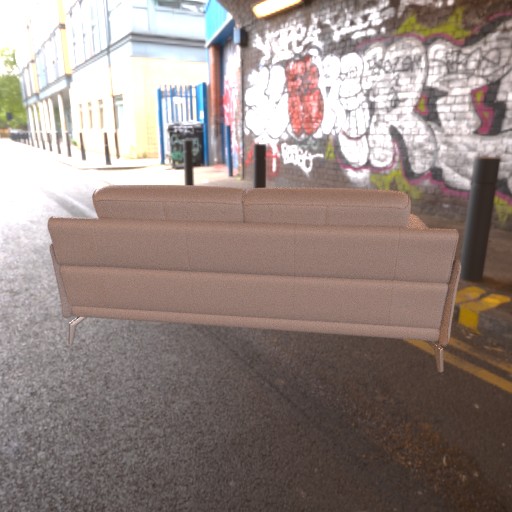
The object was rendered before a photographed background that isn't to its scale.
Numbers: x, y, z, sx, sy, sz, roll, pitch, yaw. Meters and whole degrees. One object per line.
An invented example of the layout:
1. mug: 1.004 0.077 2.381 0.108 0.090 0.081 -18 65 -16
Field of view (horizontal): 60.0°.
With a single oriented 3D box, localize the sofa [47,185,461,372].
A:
1. sofa: 0.000 0.000 2.630 2.101 0.930 1.049 2 16 8
